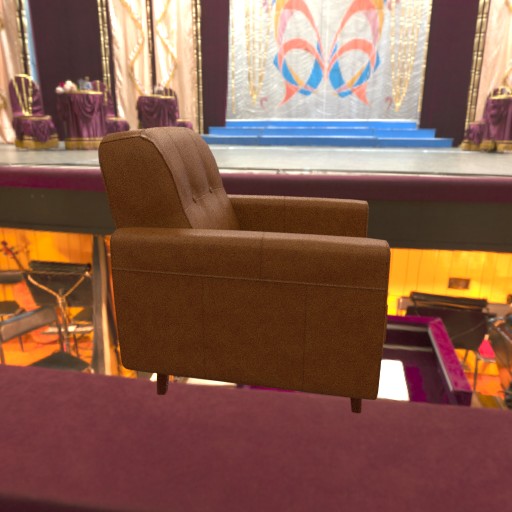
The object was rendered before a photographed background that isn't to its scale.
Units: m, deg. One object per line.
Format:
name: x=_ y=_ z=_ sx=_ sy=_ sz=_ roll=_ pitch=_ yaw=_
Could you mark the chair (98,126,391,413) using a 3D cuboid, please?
chair: x=0.000 y=0.000 z=1.728 sx=0.942 sy=0.968 sz=0.845 roll=3 pitch=17 yaw=8
